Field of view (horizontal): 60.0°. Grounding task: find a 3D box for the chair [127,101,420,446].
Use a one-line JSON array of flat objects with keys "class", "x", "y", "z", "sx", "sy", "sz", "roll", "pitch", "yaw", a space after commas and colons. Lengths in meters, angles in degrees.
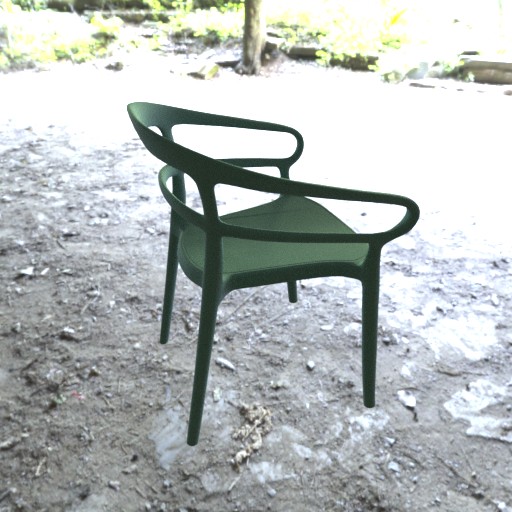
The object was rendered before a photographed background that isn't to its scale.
[{"class": "chair", "x": 0.000, "y": 0.000, "z": 1.129, "sx": 0.527, "sy": 0.761, "sz": 0.559, "roll": -11, "pitch": 33, "yaw": -17}]
